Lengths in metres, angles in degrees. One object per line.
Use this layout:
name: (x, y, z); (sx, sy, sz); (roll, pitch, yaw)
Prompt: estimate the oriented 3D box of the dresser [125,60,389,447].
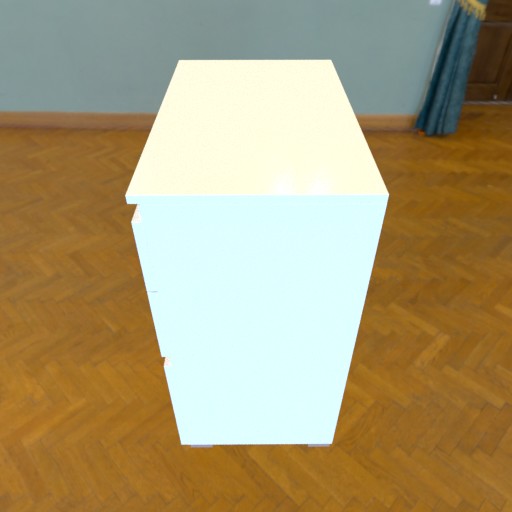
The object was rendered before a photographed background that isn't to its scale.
dresser: (0.000, 0.000, 1.177); (0.400, 0.800, 0.650); (0, 41, 0)
